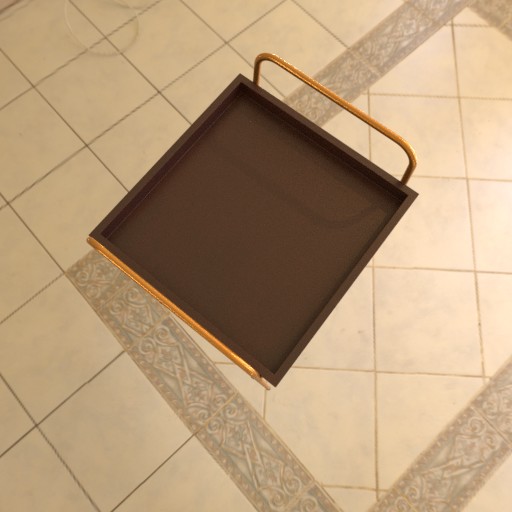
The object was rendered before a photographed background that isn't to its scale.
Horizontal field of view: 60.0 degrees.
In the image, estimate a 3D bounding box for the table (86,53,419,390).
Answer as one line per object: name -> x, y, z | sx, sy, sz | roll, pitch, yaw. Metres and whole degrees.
table -> 0.000, 0.000, 1.003 | 0.430, 0.710, 0.430 | 37, 78, 10
